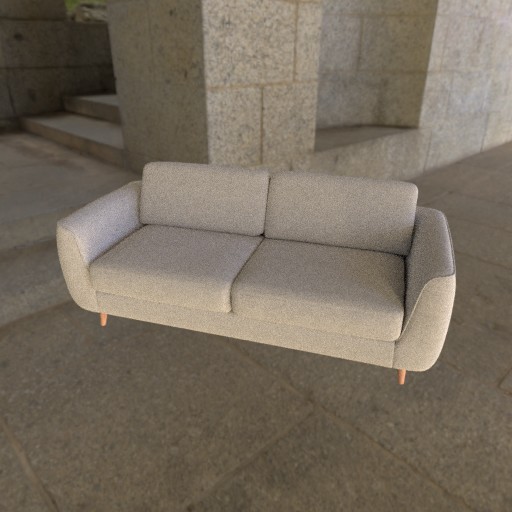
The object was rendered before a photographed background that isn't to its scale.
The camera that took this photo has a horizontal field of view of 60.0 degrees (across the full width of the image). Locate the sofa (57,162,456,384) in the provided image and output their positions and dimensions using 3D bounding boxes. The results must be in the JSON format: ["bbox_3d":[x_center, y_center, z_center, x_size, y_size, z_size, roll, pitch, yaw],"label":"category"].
[{"bbox_3d":[0.000,0.000,2.484,2.000,0.850,0.920,8,27,15],"label":"sofa"}]
